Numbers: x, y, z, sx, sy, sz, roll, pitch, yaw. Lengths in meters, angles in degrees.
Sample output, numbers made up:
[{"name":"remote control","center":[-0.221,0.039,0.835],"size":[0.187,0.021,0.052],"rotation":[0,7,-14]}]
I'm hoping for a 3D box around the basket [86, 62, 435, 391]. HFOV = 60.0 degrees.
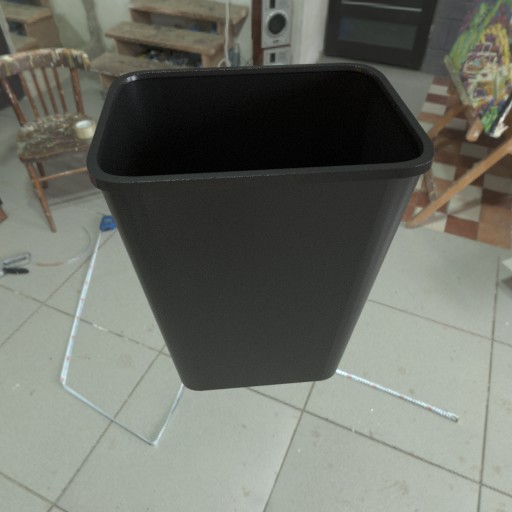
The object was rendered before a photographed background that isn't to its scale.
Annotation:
[{"name":"basket","center":[0.000,0.000,0.747],"size":[0.394,0.521,0.287],"rotation":[-4,45,-4]}]
